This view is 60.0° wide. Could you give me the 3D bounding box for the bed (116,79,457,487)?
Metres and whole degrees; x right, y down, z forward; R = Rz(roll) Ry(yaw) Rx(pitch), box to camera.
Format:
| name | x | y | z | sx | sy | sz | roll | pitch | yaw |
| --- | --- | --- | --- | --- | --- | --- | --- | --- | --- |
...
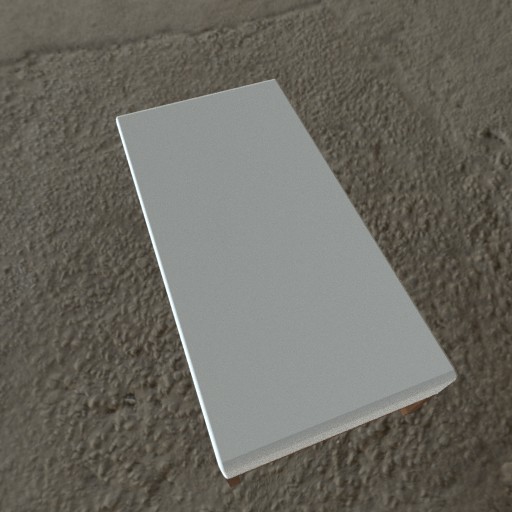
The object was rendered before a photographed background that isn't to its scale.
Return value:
| name | x | y | z | sx | sy | sz | roll | pitch | yaw |
| --- | --- | --- | --- | --- | --- | --- | --- | --- | --- |
| bed | 0.000 | 0.000 | 2.321 | 0.961 | 0.616 | 1.902 | -18 | 60 | -11 |
